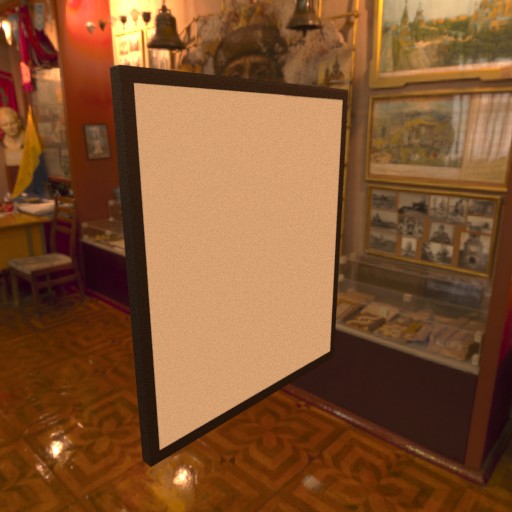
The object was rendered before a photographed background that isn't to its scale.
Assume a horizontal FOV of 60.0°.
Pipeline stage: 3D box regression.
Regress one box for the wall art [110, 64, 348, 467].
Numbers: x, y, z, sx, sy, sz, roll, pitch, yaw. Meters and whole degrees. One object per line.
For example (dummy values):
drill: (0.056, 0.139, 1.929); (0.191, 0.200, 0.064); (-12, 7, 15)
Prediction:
wall art: (0.000, 0.000, 0.689); (0.021, 0.509, 0.430); (15, 22, 42)
